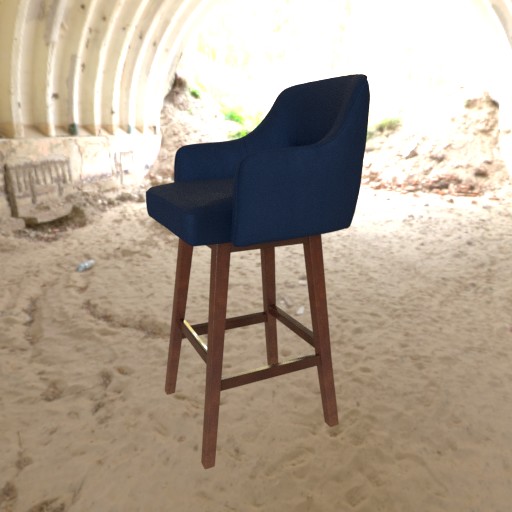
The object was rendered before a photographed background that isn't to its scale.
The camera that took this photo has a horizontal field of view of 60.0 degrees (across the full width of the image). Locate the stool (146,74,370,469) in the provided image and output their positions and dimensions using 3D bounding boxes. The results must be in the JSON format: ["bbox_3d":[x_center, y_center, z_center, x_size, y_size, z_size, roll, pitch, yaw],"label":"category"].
[{"bbox_3d":[0.000,0.000,1.351,0.560,1.041,0.550,-8,17,-25],"label":"stool"}]
